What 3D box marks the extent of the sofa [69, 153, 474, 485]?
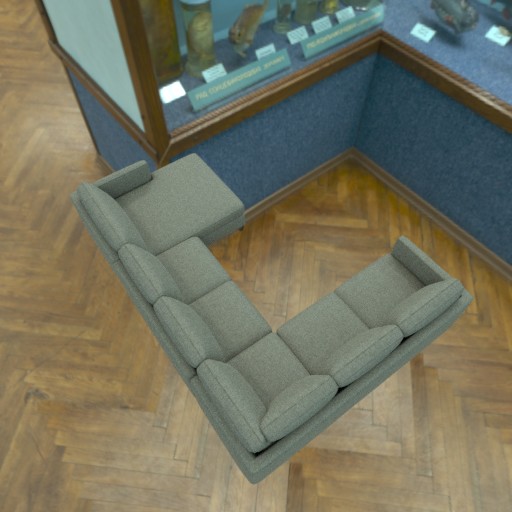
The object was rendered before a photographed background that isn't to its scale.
[{"bbox_3d":[0.000,0.000,4.594,2.551,0.889,3.403,-31,62,-19],"label":"sofa"}]
